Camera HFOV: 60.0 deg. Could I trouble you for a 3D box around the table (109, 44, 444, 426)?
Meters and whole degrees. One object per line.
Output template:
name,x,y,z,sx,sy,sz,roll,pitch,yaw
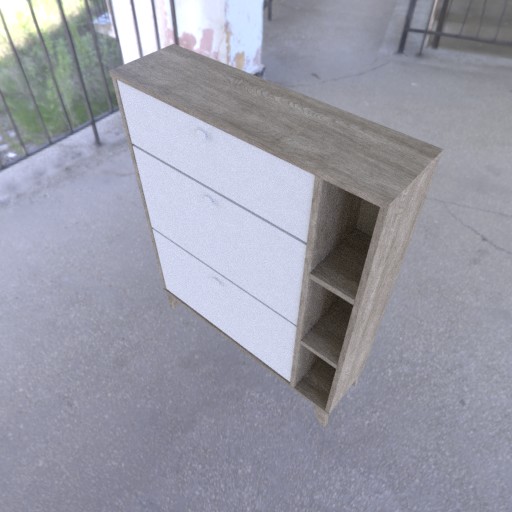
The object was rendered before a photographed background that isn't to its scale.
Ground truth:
table,0.000,0.000,1.555,0.902,1.135,0.256,32,55,26
